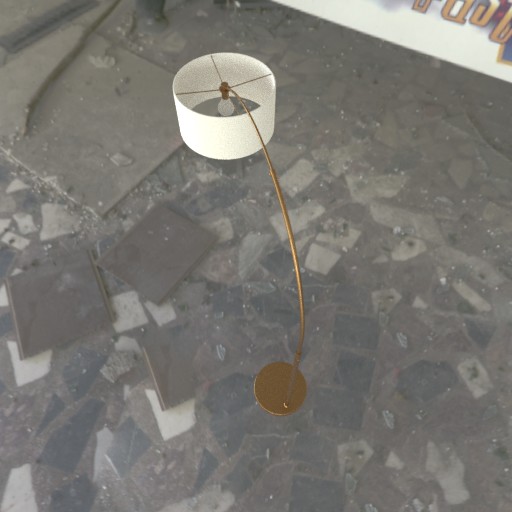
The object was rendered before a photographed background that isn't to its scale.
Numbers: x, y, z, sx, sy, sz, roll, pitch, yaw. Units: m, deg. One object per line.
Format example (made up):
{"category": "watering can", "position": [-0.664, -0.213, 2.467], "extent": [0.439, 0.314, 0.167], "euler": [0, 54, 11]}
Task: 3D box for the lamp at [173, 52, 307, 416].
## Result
{"category": "lamp", "position": [0.000, 0.000, 2.592], "extent": [0.493, 1.927, 1.434], "euler": [-16, 59, -10]}
